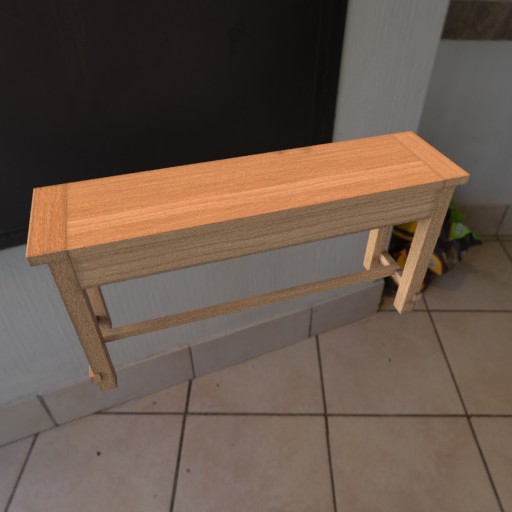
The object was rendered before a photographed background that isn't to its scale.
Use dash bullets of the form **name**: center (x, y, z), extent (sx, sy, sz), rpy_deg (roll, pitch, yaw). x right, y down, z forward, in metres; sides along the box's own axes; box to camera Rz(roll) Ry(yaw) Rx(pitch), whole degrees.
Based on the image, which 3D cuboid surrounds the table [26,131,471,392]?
- **table**: center (0.000, 0.000, 1.924), extent (1.599, 0.762, 0.442), rpy_deg (-12, 42, -13)
